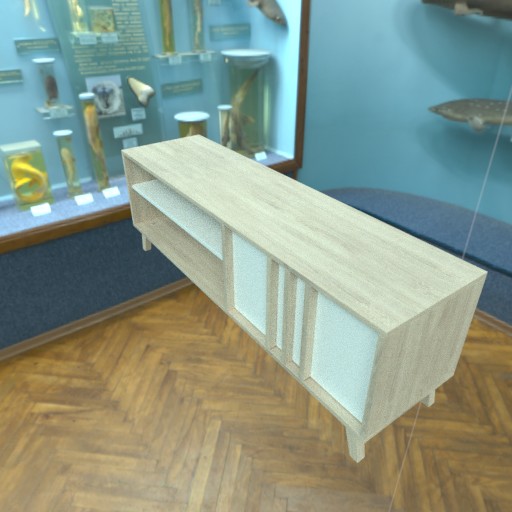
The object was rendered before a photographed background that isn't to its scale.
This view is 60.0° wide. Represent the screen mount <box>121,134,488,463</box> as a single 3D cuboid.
[{"bbox_3d":[0.000,0.000,1.703,0.400,0.510,1.500,-21,38,-30],"label":"screen mount"}]
